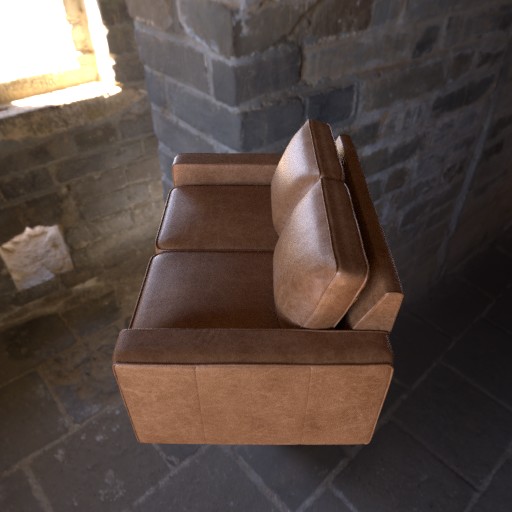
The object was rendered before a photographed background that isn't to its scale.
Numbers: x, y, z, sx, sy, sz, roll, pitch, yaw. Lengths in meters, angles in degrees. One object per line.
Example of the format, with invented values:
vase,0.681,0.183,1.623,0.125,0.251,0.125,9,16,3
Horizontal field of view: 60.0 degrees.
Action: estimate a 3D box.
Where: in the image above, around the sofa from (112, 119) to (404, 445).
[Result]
sofa,0.000,0.000,2.162,1.020,0.896,1.532,0,40,1
